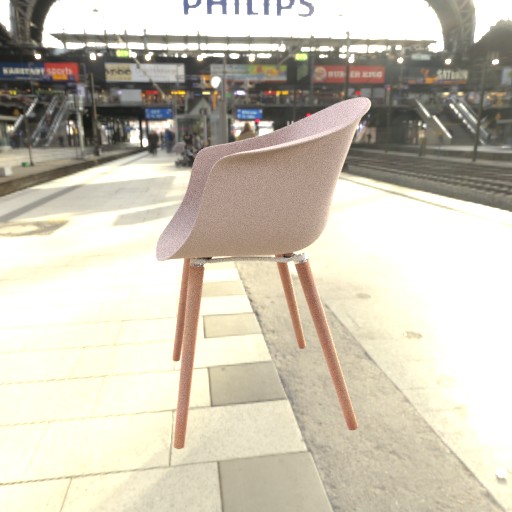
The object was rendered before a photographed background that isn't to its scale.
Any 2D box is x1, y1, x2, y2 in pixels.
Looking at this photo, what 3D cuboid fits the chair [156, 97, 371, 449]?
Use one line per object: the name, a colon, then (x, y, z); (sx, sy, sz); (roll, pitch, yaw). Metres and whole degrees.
chair: (0.000, 0.000, 1.150); (0.504, 0.781, 0.593); (-3, 16, -10)
